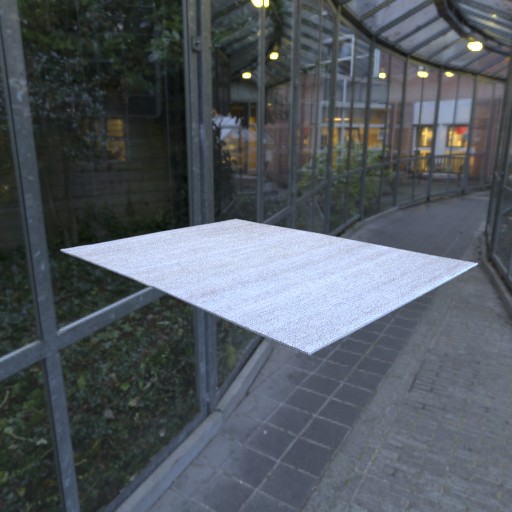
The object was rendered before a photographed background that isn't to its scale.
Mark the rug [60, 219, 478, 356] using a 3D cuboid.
[{"bbox_3d":[0.000,0.000,4.277,2.467,0.046,3.245,-14,21,-43],"label":"rug"}]
